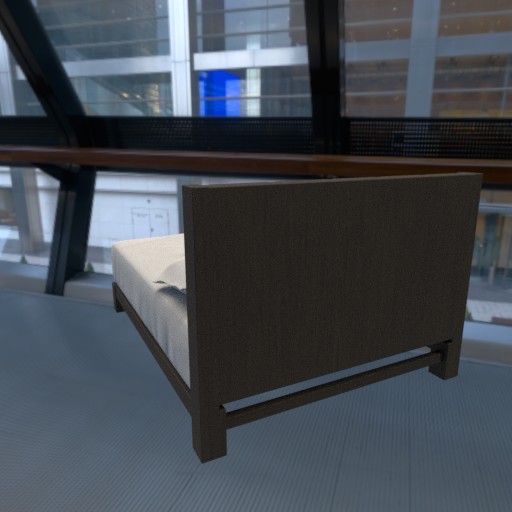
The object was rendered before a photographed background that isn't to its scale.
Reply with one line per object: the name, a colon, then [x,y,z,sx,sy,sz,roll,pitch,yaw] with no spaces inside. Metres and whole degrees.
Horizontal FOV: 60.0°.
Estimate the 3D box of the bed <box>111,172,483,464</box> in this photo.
bed: [0.000,0.000,3.240,1.727,1.270,2.242,-7,16,-26]
